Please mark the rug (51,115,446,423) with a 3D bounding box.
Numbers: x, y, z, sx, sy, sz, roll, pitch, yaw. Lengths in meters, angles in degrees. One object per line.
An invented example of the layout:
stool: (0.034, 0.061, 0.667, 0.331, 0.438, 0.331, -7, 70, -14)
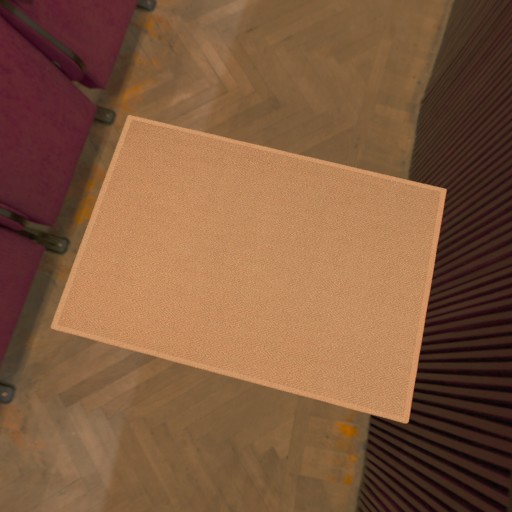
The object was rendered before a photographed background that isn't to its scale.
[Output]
rug: (0.000, 0.000, 2.856, 2.244, 0.017, 1.532, 14, 76, 3)
